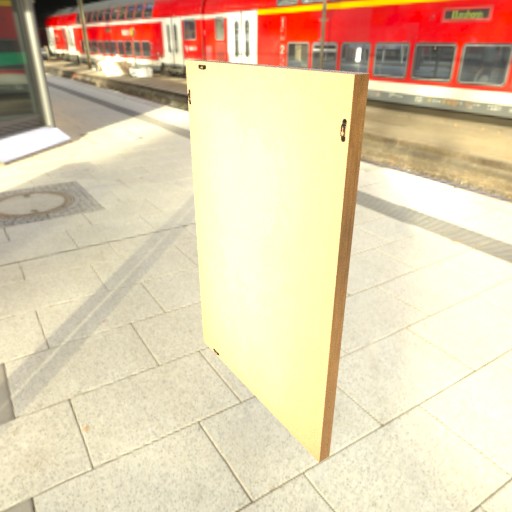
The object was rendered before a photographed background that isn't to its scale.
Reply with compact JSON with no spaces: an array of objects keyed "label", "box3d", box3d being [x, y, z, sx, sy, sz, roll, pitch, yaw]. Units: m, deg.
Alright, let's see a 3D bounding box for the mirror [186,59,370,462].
[{"label":"mirror","box3d":[0.000,0.000,1.155,0.040,0.915,0.609,-17,31,-31]}]
